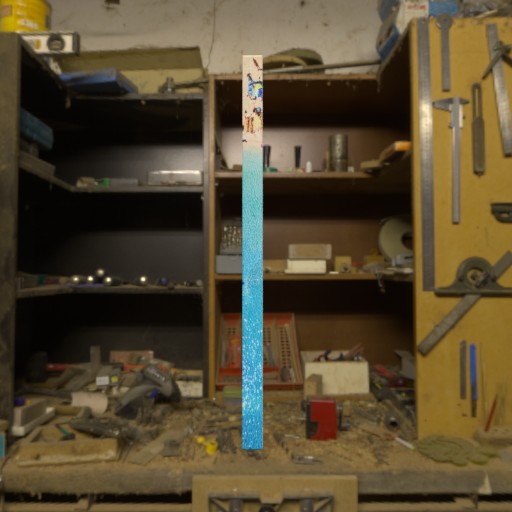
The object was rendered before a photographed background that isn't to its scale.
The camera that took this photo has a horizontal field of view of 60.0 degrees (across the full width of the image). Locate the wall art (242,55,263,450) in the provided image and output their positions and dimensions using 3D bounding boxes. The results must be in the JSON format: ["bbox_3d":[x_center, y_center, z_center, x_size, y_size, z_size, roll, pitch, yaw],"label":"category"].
[{"bbox_3d":[0.000,0.000,1.430,0.040,0.769,1.136,0,-1,1],"label":"wall art"}]
